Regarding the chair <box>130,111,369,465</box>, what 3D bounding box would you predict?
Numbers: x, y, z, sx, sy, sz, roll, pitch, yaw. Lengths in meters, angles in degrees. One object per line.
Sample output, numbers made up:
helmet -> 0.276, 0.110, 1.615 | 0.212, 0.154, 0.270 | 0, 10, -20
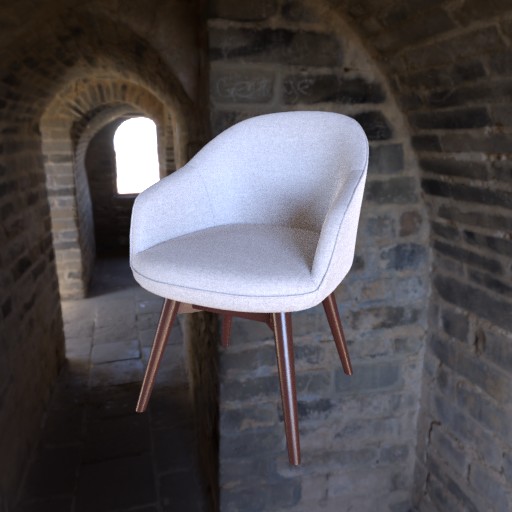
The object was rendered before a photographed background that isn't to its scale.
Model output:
chair -> 0.000, 0.000, 1.261 | 0.596, 0.823, 0.635 | 7, 16, 26
